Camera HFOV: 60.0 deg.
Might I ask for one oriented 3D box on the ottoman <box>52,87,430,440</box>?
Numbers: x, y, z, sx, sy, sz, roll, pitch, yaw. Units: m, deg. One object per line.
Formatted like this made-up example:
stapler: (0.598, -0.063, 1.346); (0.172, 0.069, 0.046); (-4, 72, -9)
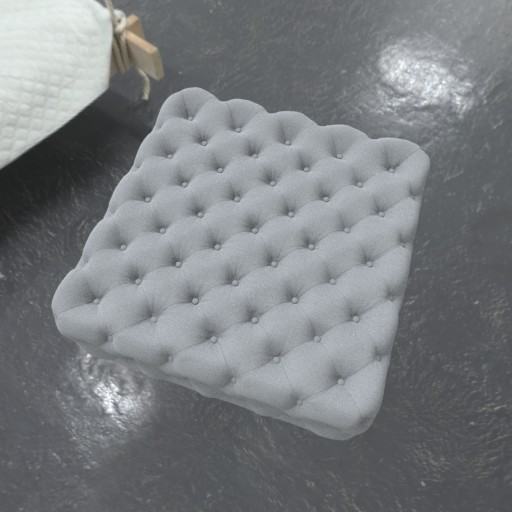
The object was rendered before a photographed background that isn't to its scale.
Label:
ottoman: (0.000, 0.000, 1.196); (0.758, 0.365, 0.764); (17, 66, 8)
